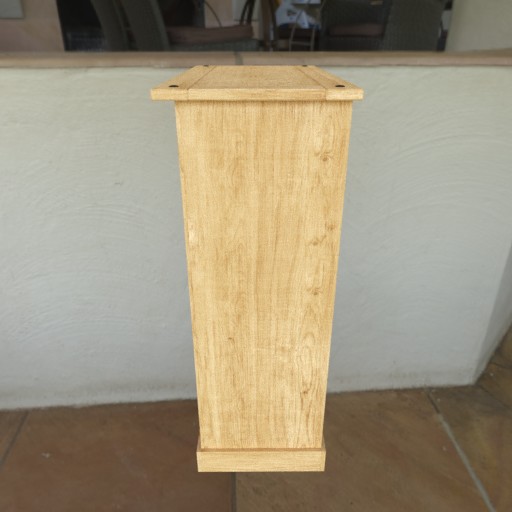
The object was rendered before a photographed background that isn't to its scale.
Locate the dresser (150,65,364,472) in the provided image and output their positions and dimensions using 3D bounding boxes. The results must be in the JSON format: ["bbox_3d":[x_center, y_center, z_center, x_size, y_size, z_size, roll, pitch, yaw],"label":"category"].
[{"bbox_3d":[0.000,0.000,1.697,0.485,1.300,0.915,0,26,0],"label":"dresser"}]
